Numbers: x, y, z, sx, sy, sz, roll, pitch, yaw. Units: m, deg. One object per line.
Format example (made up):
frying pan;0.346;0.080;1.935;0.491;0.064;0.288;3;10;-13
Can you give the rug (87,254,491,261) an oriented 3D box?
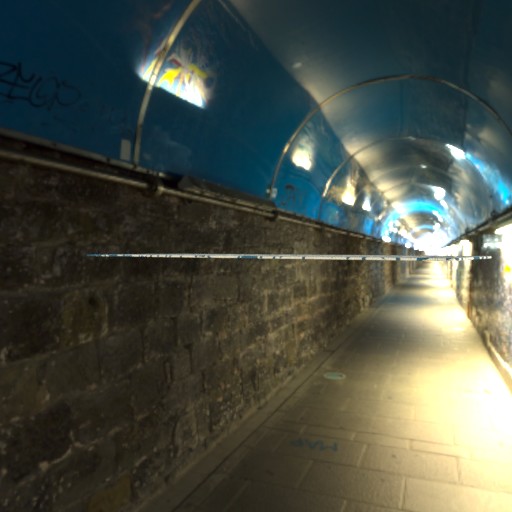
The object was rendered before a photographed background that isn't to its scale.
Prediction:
rug;0.000;0.000;2.688;2.435;0.011;0.750;1;1;37
